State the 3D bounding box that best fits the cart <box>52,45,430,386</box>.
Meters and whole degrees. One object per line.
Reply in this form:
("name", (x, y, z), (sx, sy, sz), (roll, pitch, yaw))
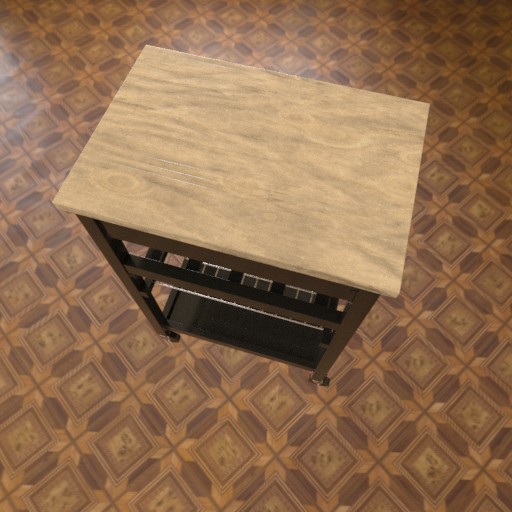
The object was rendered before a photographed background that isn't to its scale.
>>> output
("cart", (0.000, 0.000, 1.156), (0.584, 0.839, 0.403), (15, 64, 7))
